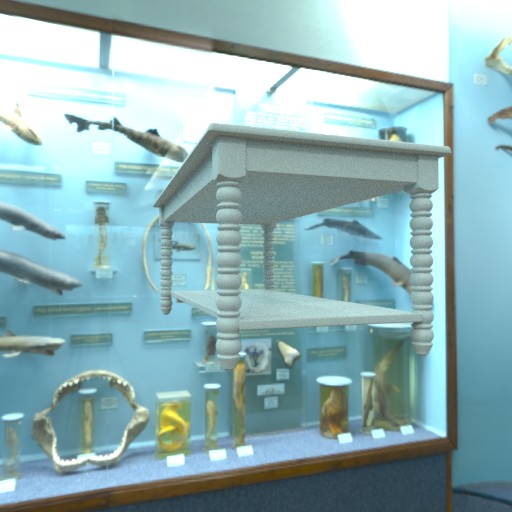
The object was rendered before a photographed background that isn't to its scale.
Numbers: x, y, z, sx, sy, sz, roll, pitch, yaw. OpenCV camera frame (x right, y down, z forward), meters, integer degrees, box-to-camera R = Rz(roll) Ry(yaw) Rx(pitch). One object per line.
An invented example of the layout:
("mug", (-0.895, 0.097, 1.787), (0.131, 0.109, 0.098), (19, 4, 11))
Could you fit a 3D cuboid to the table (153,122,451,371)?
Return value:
("table", (0.000, 0.000, 1.485), (0.580, 0.487, 1.171), (0, -1, -18))
